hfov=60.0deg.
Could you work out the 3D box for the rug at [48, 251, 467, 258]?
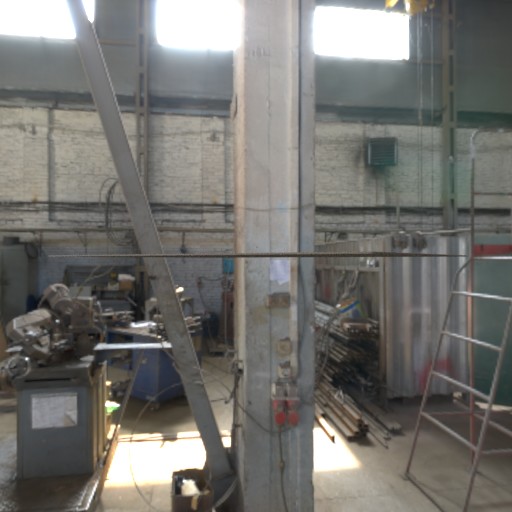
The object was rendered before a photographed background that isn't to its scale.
[{"bbox_3d":[0.000,0.000,2.905,2.235,0.008,1.600,0,-1,36],"label":"rug"}]
